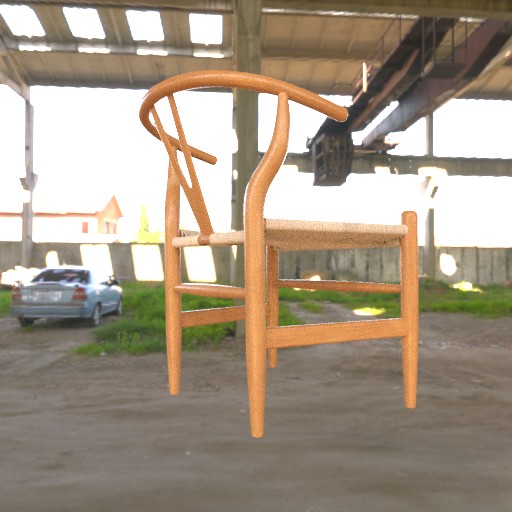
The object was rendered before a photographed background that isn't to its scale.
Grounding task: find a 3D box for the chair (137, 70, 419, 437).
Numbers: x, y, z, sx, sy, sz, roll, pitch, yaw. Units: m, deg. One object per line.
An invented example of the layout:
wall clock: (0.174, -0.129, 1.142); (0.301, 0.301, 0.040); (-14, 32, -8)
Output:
chair: (0.000, 0.000, 1.125); (0.579, 0.730, 0.569); (1, -1, -37)
